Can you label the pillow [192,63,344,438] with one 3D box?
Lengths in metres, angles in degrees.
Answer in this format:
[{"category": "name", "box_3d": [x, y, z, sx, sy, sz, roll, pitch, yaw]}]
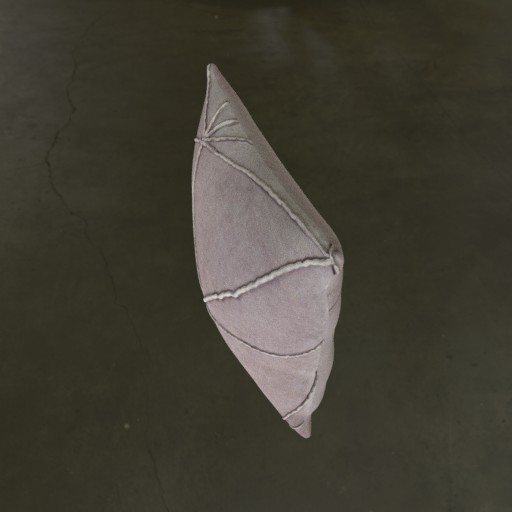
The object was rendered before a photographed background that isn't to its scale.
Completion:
[{"category": "pillow", "box_3d": [0.000, 0.000, 0.697, 0.185, 0.440, 0.439, -15, 48, -14]}]
